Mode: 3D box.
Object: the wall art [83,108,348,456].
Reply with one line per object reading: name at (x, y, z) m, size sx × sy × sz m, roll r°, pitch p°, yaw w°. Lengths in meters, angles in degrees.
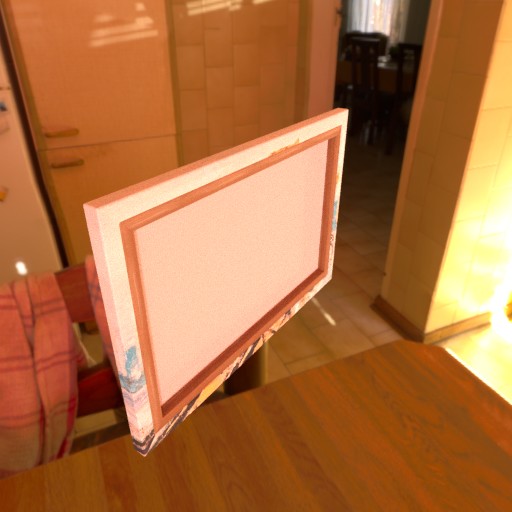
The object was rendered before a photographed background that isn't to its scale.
wall art at (0.000, 0.000, 1.178) m, size 0.038 × 0.609 × 0.913 m, roll 20°, pitch 35°, yaw 30°
